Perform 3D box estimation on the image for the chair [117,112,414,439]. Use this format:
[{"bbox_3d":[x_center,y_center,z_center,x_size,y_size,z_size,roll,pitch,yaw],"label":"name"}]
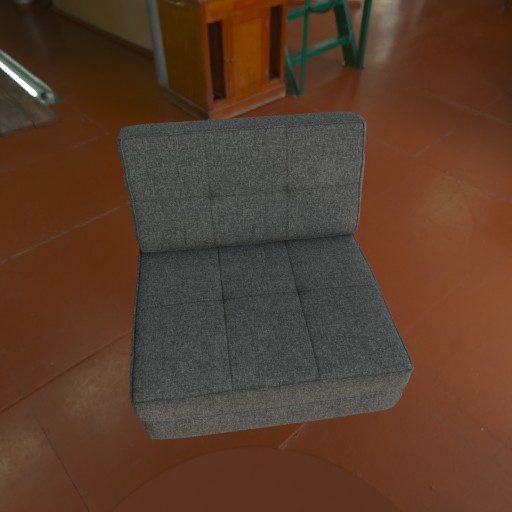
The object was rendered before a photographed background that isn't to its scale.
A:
[{"bbox_3d":[0.000,0.000,1.319,0.740,0.615,0.800,-5,45,-5],"label":"chair"}]
